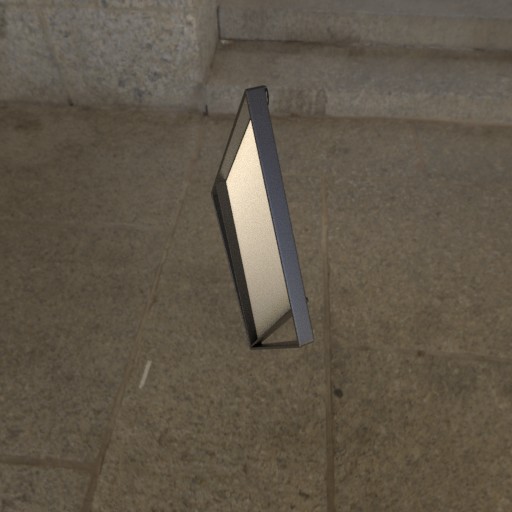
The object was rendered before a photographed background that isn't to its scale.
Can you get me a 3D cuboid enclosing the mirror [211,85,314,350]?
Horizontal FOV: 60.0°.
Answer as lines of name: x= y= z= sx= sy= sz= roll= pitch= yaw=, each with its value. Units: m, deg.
mirror: x=0.000 y=0.000 z=0.848 sx=0.032 sy=0.679 sz=0.419 roll=-18 pitch=51 yaw=-16
